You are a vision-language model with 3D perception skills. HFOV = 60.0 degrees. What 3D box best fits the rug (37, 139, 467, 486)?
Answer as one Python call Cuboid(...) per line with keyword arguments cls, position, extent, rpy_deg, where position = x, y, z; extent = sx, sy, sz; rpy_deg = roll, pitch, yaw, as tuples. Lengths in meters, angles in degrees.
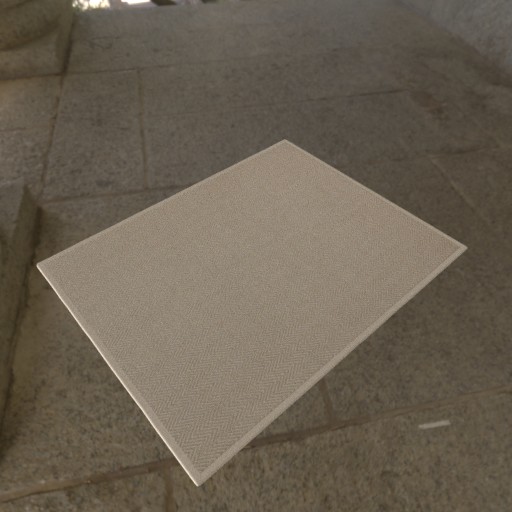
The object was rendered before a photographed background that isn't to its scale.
Cuboid(cls="rug", position=(0.000, 0.000, 3.973), extent=(3.051, 0.020, 2.407), rpy_deg=(-33, 55, -27))
